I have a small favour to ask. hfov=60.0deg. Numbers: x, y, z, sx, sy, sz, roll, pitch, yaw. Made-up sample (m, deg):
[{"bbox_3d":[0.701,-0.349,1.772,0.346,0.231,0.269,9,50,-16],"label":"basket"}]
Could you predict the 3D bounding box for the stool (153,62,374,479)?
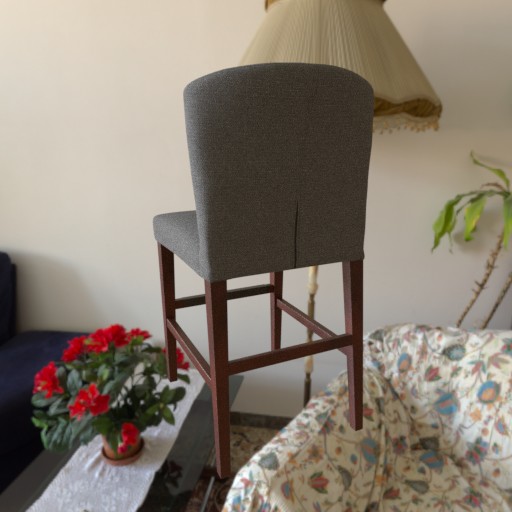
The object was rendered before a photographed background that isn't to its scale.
[{"bbox_3d":[0.000,0.000,1.283,0.479,0.968,0.568,-7,17,-25],"label":"stool"}]
